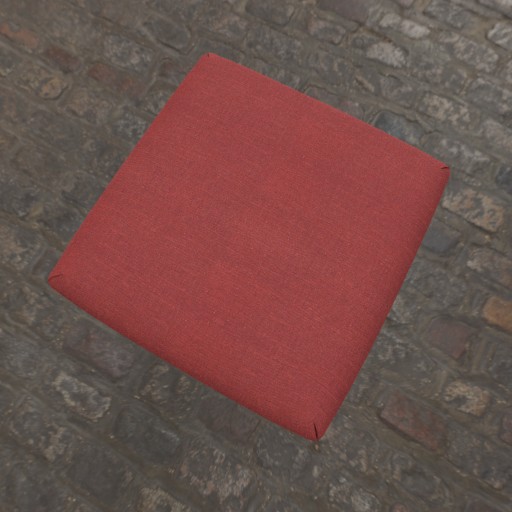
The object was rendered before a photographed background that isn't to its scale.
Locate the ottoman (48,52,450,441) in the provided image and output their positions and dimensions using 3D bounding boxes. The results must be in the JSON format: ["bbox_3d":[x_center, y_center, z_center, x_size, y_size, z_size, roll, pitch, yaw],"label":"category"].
[{"bbox_3d":[0.000,0.000,0.897,0.497,0.475,0.507,29,76,8],"label":"ottoman"}]
